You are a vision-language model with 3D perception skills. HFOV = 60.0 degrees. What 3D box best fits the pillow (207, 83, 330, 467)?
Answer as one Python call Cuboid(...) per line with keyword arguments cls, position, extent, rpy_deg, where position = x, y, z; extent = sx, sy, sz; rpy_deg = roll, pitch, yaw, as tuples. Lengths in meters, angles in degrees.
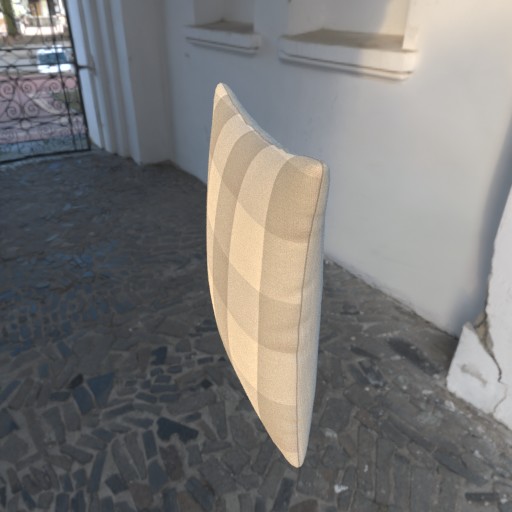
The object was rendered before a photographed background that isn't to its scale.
Cuboid(cls="pillow", position=(0.000, 0.000, 0.795), extent=(0.161, 0.509, 0.511), rpy_deg=(-8, 32, -14))
